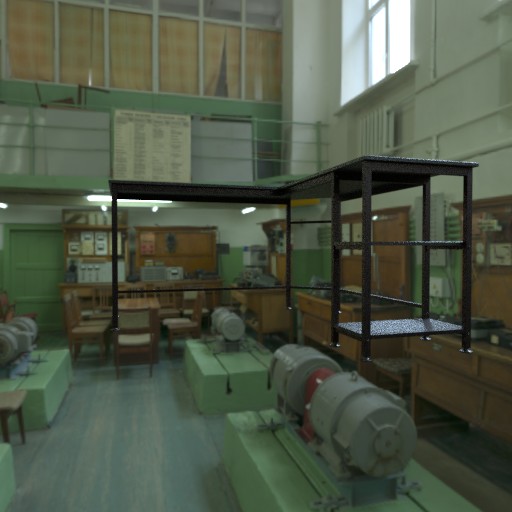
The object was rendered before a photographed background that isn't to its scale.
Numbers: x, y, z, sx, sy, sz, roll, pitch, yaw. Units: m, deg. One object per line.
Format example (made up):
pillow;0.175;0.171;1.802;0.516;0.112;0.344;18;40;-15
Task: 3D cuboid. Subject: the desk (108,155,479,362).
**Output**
desk;0.000;0.000;2.177;1.379;0.739;1.379;0;1;-17
